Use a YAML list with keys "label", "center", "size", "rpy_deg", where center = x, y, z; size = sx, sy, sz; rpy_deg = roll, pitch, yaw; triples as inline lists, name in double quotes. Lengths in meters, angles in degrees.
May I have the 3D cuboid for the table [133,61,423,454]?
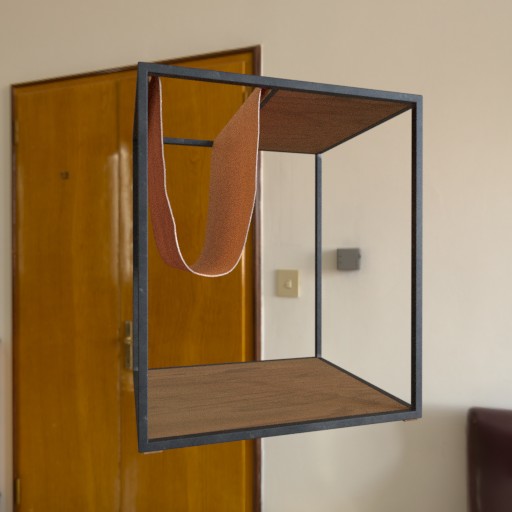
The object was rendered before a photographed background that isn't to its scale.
- label: "table"
  center: [0.000, 0.000, 0.852]
  size: [0.450, 0.536, 0.399]
  rpy_deg: [0, 0, -17]
